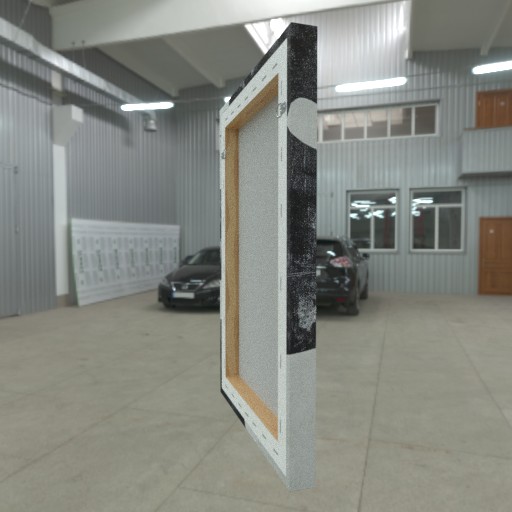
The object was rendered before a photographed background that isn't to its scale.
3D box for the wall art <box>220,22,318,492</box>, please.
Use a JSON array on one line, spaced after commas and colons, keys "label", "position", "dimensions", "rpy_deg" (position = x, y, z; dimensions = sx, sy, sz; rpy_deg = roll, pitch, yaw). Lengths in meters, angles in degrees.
[{"label": "wall art", "position": [0.000, 0.000, 0.773], "dimensions": [0.039, 0.610, 0.407], "rpy_deg": [-1, 2, -18]}]
